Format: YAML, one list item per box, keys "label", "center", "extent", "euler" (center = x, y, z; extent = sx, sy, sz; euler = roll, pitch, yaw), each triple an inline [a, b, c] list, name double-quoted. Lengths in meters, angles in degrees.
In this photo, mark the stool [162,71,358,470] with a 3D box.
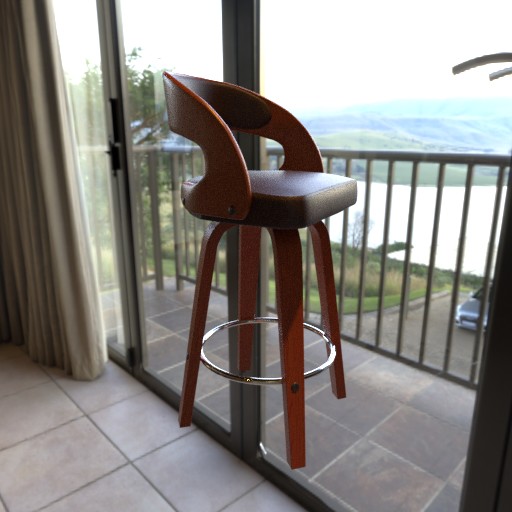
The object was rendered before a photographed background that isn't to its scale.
- label: "stool"
  center: [0.000, 0.000, 1.192]
  extent: [0.457, 0.940, 0.457]
  euler: [8, 17, 27]
